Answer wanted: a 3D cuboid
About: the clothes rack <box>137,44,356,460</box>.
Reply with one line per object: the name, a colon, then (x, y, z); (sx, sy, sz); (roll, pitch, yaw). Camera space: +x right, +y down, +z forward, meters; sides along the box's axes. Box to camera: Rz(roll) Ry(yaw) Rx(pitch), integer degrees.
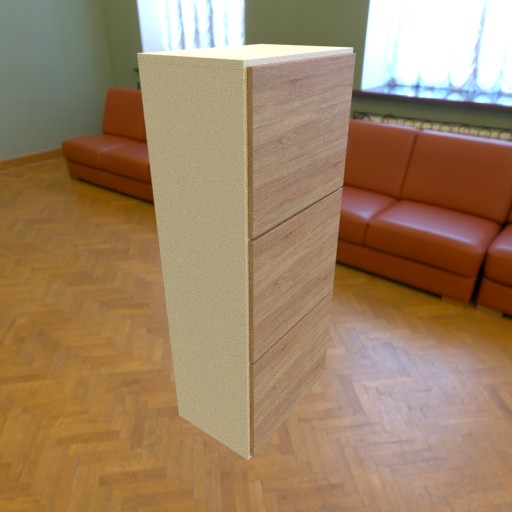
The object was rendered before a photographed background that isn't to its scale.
clothes rack: (0.000, 0.000, 1.407); (0.331, 1.187, 0.500); (19, 34, 31)
